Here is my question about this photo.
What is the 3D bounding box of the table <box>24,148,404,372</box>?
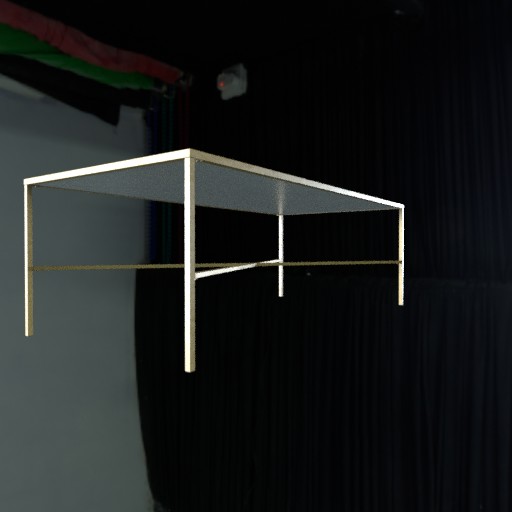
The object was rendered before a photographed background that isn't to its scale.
[{"bbox_3d":[0.000,0.000,1.445,0.580,0.398,1.206,1,1,36],"label":"table"}]
